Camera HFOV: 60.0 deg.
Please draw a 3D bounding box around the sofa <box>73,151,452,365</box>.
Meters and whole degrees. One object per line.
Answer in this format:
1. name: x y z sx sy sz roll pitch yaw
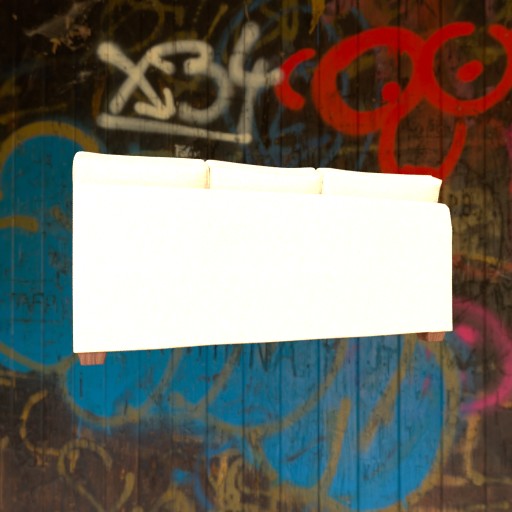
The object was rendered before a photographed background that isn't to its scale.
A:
1. sofa: 0.000 0.000 2.617 1.962 0.946 1.034 0 0 -18
